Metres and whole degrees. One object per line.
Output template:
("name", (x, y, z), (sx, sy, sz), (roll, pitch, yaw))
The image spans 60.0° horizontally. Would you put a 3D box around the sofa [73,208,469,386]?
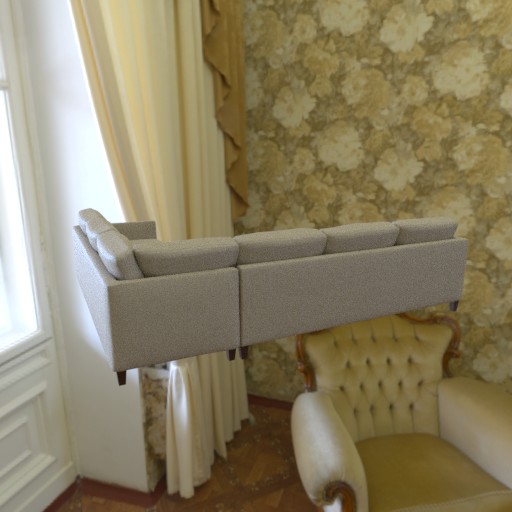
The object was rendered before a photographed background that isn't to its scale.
("sofa", (0.000, 0.000, 4.590), (3.333, 0.934, 2.522), (-7, 15, -26))
